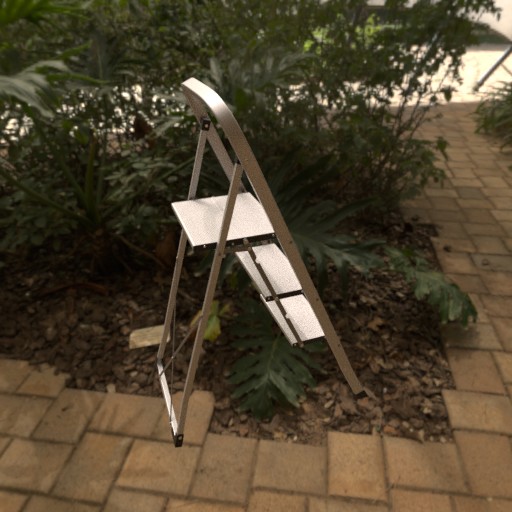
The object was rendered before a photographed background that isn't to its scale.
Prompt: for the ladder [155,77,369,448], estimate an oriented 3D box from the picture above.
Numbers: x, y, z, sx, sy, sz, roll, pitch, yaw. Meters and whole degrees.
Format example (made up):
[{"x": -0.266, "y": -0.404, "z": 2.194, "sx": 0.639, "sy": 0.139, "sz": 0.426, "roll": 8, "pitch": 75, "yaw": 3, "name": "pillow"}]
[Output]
[{"x": 0.000, "y": 0.000, "z": 1.430, "sx": 0.704, "sy": 1.070, "sz": 0.465, "roll": -10, "pitch": 31, "yaw": -17, "name": "ladder"}]
